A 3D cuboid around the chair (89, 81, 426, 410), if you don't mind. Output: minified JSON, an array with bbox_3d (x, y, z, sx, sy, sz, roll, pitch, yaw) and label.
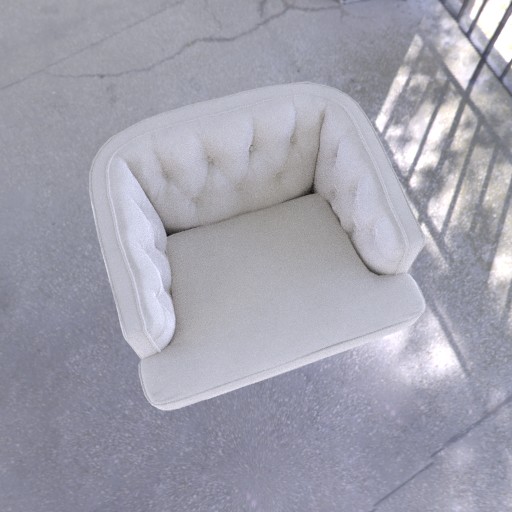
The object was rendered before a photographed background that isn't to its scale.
[{"bbox_3d":[0.000,0.000,1.811,1.104,0.852,0.941,-17,65,-8],"label":"chair"}]
